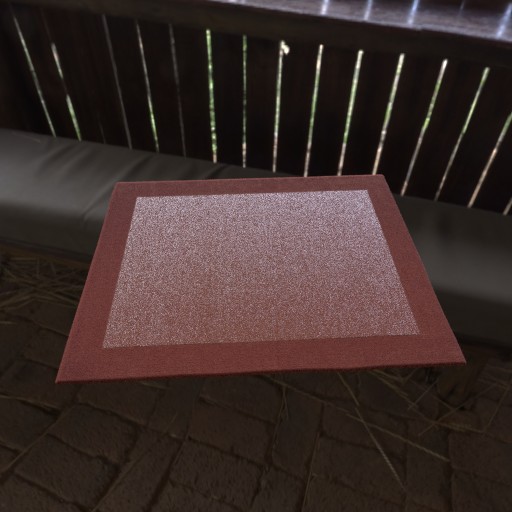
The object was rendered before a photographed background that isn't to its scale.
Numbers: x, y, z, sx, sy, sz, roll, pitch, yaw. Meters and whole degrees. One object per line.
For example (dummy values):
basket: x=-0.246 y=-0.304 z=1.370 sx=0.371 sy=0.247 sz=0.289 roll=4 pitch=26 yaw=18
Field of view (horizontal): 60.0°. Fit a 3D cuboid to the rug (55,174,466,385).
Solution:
rug: x=0.000 y=0.000 z=4.045 sx=2.976 sy=0.018 sz=2.430 roll=-2 pitch=45 yaw=-2
